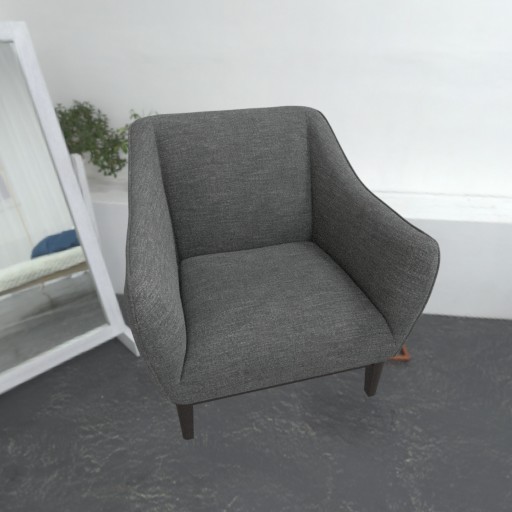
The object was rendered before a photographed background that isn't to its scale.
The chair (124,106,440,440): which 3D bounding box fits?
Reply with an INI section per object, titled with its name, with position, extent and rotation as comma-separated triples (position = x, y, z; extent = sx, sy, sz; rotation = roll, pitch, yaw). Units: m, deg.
[chair]
position = 0.000, 0.000, 1.555
extent = 0.870, 0.829, 0.851
rotation = -8, 33, -13
